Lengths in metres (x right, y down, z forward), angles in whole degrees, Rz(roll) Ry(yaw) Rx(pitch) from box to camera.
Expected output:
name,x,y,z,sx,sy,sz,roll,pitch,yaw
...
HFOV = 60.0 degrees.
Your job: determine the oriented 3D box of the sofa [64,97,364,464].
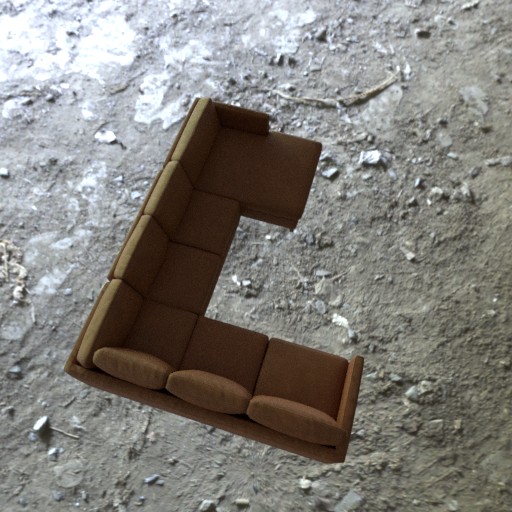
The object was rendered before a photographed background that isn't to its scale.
name,x,y,z,sx,sy,sz,roll,pitch,yaw
sofa,0.000,0.000,4.712,2.593,0.923,3.460,15,65,7
